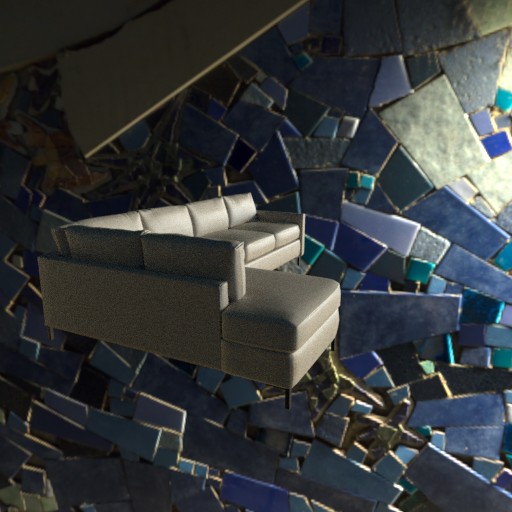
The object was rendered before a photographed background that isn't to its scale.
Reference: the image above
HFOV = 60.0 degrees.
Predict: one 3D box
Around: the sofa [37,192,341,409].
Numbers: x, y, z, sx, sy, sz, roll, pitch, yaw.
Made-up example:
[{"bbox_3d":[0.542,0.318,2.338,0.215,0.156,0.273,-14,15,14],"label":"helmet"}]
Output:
[{"bbox_3d":[0.000,0.000,3.209,1.617,0.703,2.423,7,15,26],"label":"sofa"}]
